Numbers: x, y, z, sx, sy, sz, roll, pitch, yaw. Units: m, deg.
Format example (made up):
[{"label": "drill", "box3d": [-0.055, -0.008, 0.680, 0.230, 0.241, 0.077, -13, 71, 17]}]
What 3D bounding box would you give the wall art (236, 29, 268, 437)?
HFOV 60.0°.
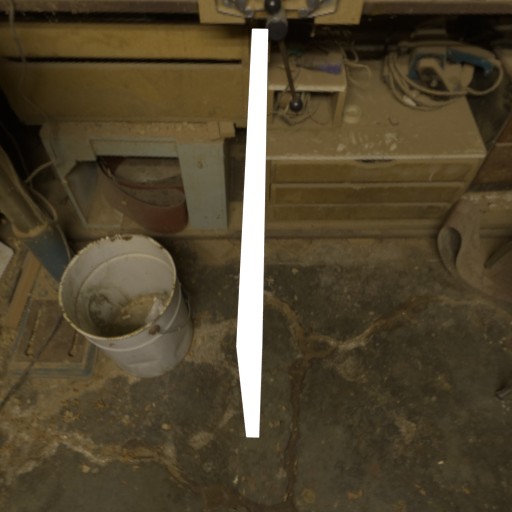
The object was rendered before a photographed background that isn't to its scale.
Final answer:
[{"label": "wall art", "box3d": [0.000, 0.000, 1.148, 0.036, 0.760, 0.760, 1, 59, 1]}]
